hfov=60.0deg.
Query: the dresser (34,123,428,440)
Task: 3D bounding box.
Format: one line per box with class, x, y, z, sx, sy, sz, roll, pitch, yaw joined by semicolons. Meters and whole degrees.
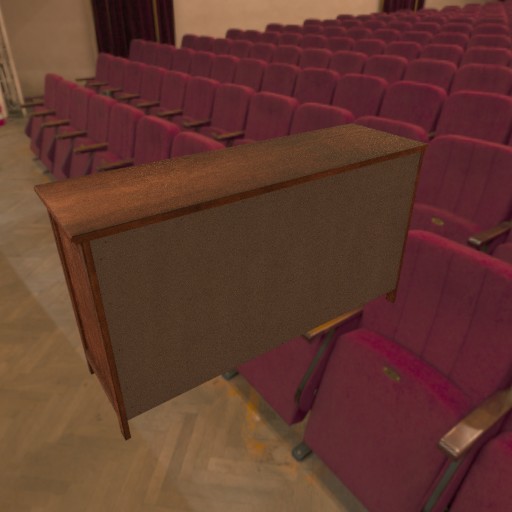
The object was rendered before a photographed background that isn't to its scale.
dresser;0.000;0.000;1.957;1.551;0.856;0.463;-19;35;-30
